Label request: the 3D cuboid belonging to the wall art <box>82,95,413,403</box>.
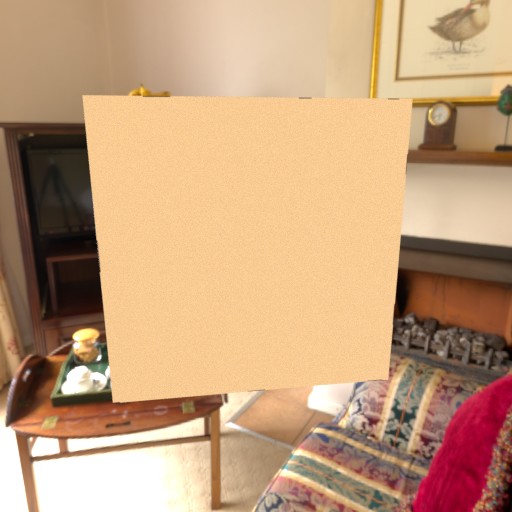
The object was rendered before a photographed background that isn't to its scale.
[{"bbox_3d":[0.000,0.000,0.658,0.446,0.445,0.014,-2,16,-8],"label":"wall art"}]
